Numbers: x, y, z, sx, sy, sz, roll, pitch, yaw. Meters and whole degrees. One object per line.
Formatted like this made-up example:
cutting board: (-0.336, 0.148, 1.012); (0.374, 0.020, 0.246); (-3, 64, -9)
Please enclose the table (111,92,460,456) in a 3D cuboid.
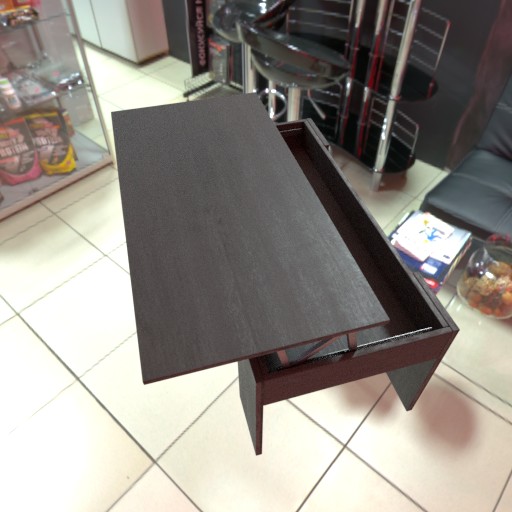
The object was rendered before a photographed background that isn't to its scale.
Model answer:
table: (0.000, 0.000, 1.406); (0.711, 0.570, 1.000); (-12, 48, -11)
